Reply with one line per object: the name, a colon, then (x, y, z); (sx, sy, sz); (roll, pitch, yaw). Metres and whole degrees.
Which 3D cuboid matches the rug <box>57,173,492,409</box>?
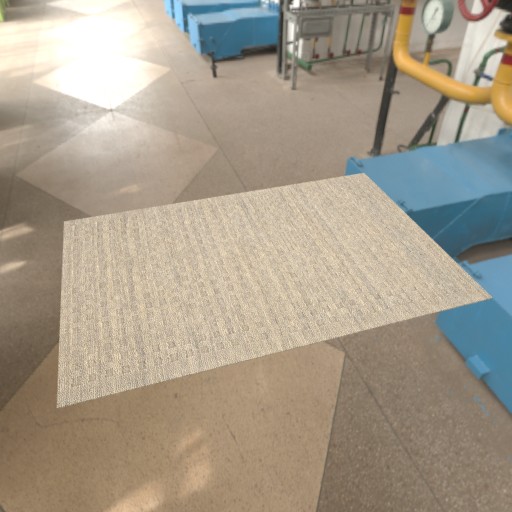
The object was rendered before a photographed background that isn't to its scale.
rug: (0.000, 0.000, 2.107); (1.752, 0.006, 1.142); (-11, 41, -13)
